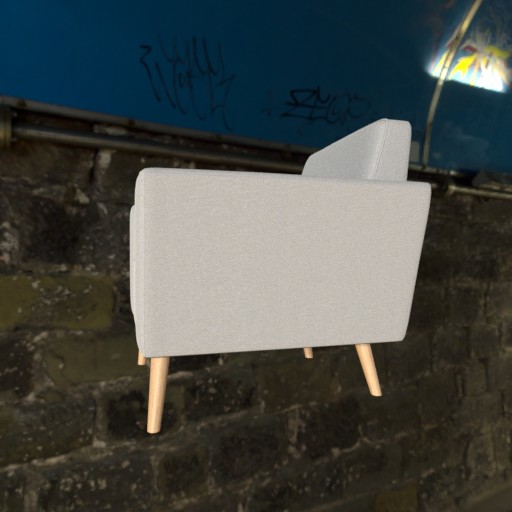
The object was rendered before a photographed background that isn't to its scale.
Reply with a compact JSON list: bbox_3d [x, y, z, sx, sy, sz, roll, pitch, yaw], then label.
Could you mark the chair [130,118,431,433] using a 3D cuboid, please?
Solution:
[{"bbox_3d":[0.000,0.000,1.390,0.750,0.780,0.780,0,0,-17],"label":"chair"}]
